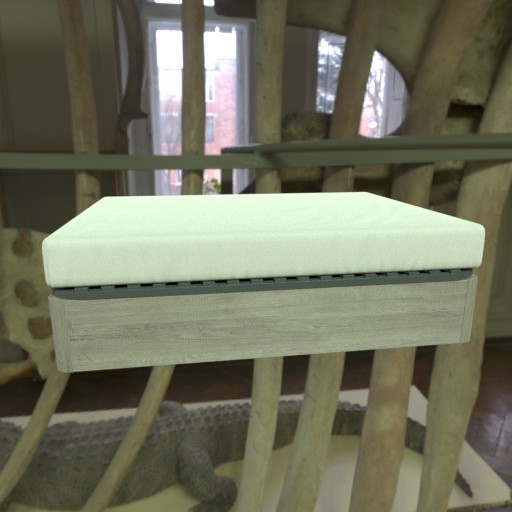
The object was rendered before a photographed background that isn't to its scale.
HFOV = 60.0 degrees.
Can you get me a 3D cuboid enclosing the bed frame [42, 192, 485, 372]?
[{"bbox_3d":[0.000,0.000,2.551,1.900,0.561,1.400,-2,15,-9],"label":"bed frame"}]
